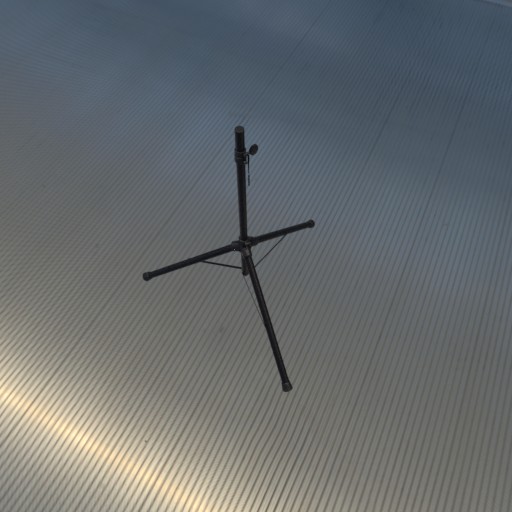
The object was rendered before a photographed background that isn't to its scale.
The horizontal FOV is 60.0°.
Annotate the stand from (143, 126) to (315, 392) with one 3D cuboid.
[{"bbox_3d":[0.000,0.000,1.887,1.045,1.136,0.907,-17,59,-10],"label":"stand"}]
